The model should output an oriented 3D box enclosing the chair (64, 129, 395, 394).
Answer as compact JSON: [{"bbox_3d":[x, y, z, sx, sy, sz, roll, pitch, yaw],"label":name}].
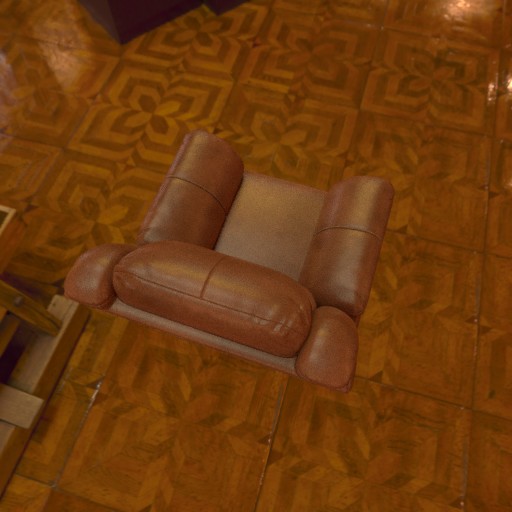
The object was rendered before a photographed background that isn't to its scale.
[{"bbox_3d":[0.000,0.000,1.868,0.990,1.093,1.041,17,65,8],"label":"chair"}]
